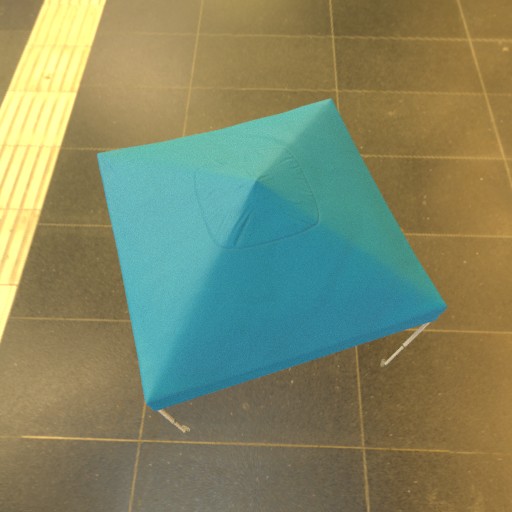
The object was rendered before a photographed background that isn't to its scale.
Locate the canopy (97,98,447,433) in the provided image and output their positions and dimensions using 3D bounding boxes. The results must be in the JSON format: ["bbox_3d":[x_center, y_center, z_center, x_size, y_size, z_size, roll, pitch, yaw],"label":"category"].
[{"bbox_3d":[0.000,0.000,5.409,2.996,2.997,2.998,-16,63,-8],"label":"canopy"}]
